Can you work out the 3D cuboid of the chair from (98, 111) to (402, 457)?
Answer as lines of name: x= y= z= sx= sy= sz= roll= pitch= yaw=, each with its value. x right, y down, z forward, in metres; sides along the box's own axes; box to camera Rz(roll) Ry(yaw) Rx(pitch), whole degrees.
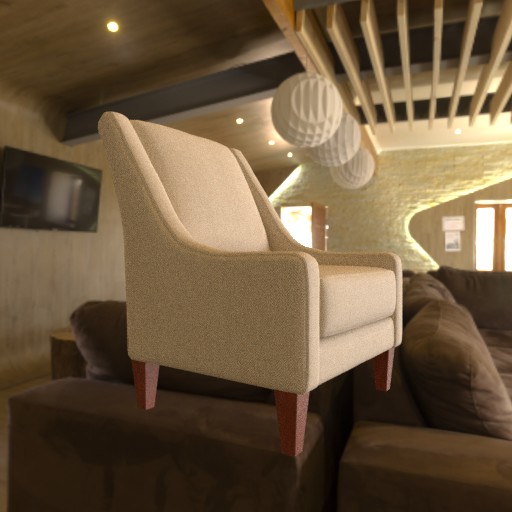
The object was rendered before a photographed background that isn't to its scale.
chair: x=0.000 y=0.000 z=1.623 sx=0.870 sy=1.014 sz=0.774 roll=0 pitch=0 yaw=36
